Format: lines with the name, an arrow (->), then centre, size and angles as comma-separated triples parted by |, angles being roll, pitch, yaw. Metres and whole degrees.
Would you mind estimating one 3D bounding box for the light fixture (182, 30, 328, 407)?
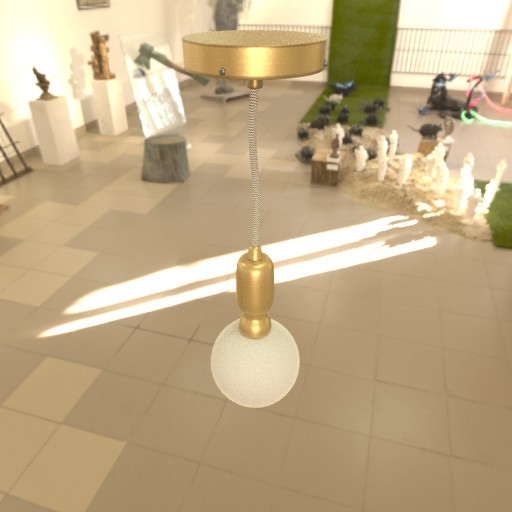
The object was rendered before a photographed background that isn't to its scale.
light fixture -> 0.000, 0.000, 0.573 | 0.146, 0.510, 0.147 | 9, 33, 14
